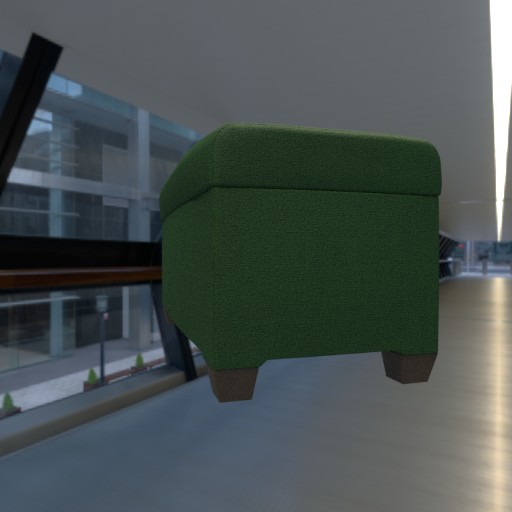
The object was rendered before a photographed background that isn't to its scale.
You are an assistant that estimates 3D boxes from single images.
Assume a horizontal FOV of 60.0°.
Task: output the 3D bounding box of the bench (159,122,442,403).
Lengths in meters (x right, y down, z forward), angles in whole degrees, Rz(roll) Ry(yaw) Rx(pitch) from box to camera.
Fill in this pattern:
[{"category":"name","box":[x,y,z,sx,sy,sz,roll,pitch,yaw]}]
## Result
[{"category":"bench","box":[0.000,0.000,1.275,0.505,0.501,0.989,0,1,-17]}]
